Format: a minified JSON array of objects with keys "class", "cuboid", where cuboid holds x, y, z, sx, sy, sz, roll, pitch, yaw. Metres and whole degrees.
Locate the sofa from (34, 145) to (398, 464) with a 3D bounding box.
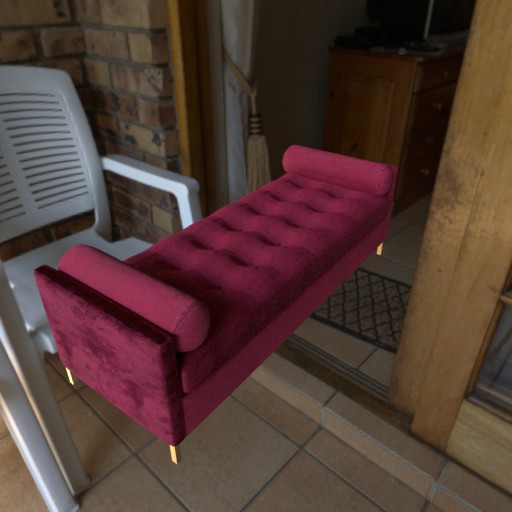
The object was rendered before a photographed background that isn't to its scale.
[{"class":"sofa","cuboid":[0.000,0.000,2.498,0.796,0.705,2.102,21,38,31]}]
